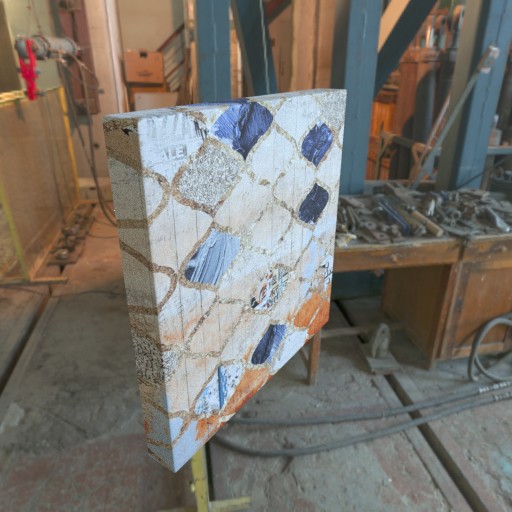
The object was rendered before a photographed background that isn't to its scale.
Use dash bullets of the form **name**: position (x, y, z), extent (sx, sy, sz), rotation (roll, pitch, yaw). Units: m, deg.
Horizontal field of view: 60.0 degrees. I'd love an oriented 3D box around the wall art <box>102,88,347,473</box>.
- **wall art**: position (0.000, 0.000, 0.452), extent (0.036, 0.304, 0.303), rotation (16, 29, 31)
